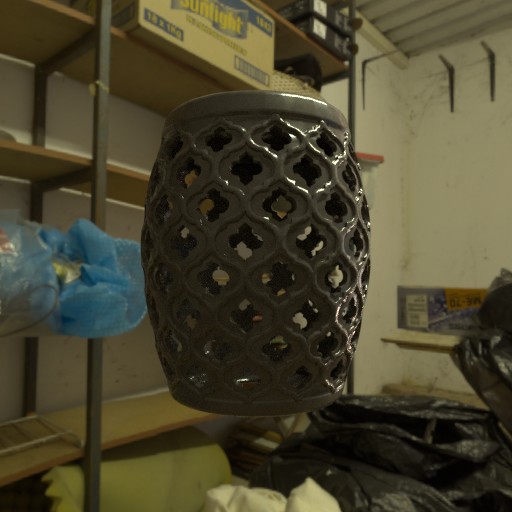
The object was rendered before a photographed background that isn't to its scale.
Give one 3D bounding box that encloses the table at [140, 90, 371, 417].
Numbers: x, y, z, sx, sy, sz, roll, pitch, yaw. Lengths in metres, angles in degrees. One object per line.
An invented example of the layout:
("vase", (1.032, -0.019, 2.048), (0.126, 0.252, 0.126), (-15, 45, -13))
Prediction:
("table", (0.000, 0.000, 0.644), (0.325, 0.388, 0.325), (0, -2, 0))
